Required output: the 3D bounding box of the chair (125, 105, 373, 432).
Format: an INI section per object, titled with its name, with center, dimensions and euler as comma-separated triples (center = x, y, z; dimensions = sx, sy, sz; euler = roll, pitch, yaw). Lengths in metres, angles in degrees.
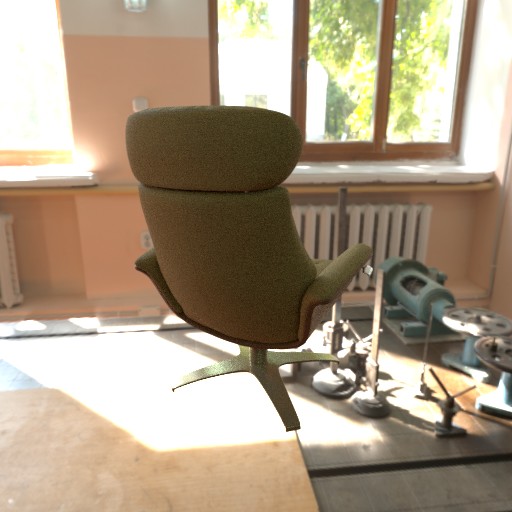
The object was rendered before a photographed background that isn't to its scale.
[chair]
center = 0.000, 0.000, 1.600
dimensions = 0.785, 0.995, 0.837
euler = 8, 18, 27
